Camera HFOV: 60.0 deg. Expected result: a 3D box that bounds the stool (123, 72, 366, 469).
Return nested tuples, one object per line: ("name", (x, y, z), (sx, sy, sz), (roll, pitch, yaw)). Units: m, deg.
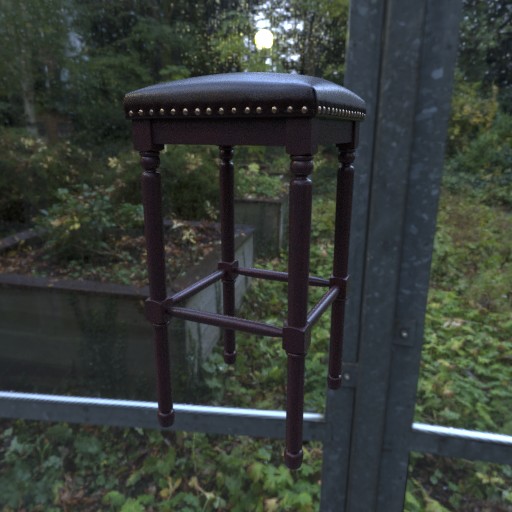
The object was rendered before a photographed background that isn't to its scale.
("stool", (0.000, 0.000, 1.005), (0.382, 0.768, 0.383), (7, 17, 24))
